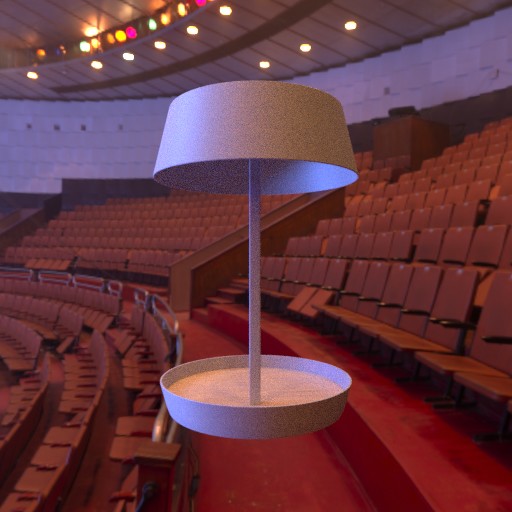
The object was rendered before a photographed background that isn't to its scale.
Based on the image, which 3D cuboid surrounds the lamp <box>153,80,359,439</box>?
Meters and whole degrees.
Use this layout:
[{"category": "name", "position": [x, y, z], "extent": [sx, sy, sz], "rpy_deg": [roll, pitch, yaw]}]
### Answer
[{"category": "lamp", "position": [0.000, 0.000, 0.641], "extent": [0.291, 0.429, 0.291], "rpy_deg": [0, 0, 0]}]
